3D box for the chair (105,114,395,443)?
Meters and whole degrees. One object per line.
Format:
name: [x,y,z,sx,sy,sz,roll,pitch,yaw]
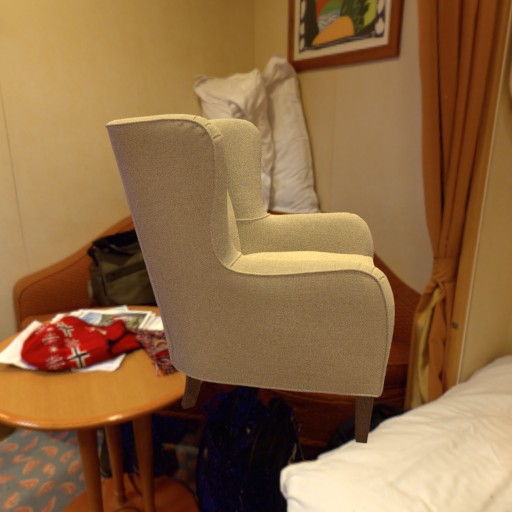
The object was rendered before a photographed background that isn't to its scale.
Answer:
chair: [0.000,0.000,1.733,0.966,1.040,0.838,3,16,9]
